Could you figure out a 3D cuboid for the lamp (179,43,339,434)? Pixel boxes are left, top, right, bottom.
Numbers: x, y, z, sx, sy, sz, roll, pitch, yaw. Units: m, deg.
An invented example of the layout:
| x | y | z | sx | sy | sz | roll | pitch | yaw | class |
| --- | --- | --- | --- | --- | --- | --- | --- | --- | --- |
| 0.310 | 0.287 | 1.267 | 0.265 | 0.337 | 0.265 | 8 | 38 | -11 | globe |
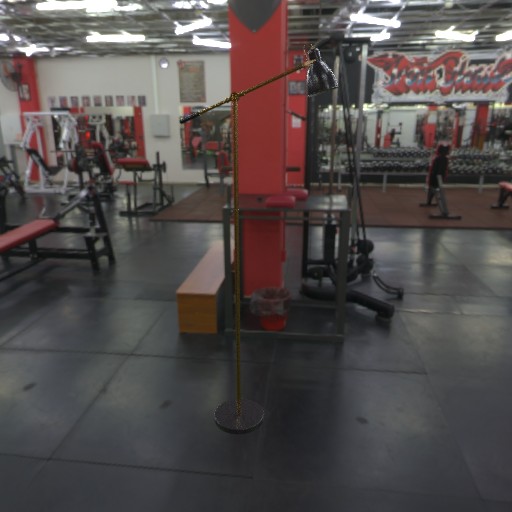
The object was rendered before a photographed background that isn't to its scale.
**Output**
| x | y | z | sx | sy | sz | roll | pitch | yaw | class |
| --- | --- | --- | --- | --- | --- | --- | --- | --- | --- |
| 0.000 | 0.000 | 1.874 | 0.618 | 1.628 | 0.235 | 3 | 17 | 9 | lamp |
